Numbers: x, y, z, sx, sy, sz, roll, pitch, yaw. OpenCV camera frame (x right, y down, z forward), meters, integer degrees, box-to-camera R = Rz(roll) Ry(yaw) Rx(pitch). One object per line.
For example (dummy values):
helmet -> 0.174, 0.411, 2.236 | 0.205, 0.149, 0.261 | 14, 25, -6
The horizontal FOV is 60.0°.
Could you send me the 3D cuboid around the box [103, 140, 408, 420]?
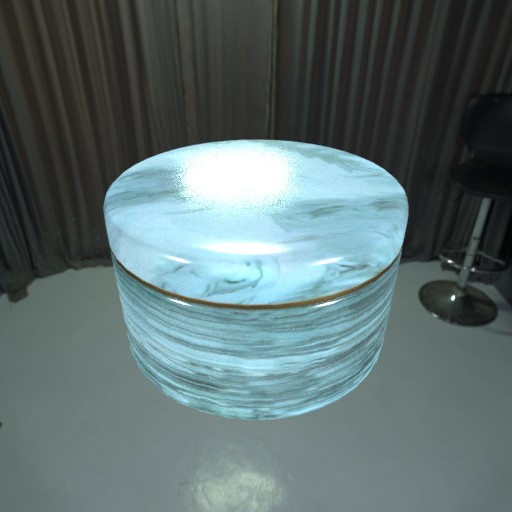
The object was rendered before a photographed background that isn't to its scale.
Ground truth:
box -> 0.000, 0.000, 0.166 | 0.101, 0.063, 0.101 | 0, 32, 0
